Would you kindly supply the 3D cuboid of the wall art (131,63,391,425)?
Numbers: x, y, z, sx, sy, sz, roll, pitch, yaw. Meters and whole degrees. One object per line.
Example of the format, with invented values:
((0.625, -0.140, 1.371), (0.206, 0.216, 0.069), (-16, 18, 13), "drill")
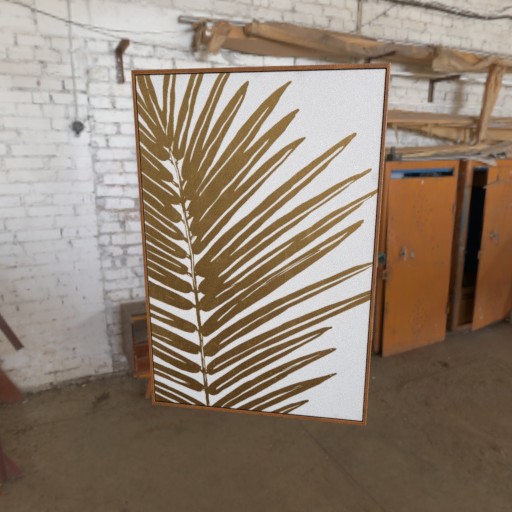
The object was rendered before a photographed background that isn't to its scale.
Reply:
((0.000, 0.000, 1.157), (0.610, 0.914, 0.037), (2, 14, 9), "wall art")
